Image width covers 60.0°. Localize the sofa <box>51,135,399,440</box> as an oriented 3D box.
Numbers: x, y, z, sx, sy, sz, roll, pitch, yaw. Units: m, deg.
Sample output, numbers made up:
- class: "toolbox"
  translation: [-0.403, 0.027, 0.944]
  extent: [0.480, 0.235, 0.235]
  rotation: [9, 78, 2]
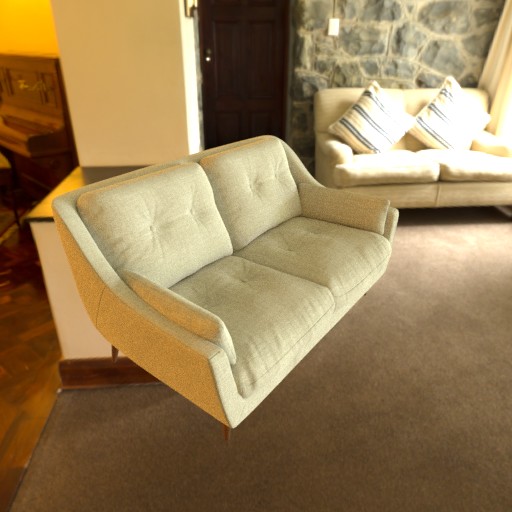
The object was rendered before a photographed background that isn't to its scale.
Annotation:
- class: "sofa"
  translation: [0.000, 0.000, 2.230]
  extent: [0.965, 0.888, 1.652]
  rotation: [18, 32, 32]
